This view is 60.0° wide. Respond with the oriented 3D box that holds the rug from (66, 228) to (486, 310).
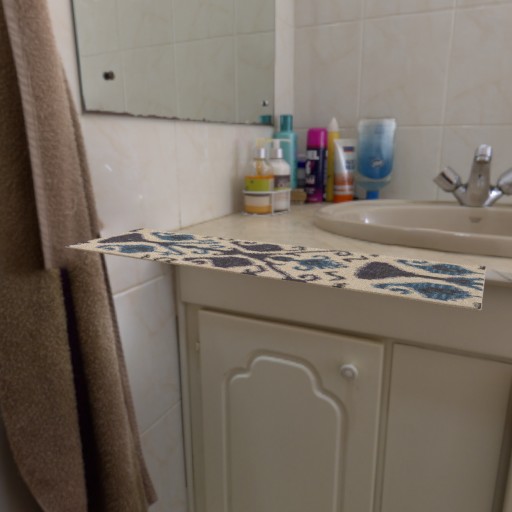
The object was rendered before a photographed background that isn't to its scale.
[{"bbox_3d":[0.000,0.000,2.497,2.301,0.017,0.692,7,16,27],"label":"rug"}]
